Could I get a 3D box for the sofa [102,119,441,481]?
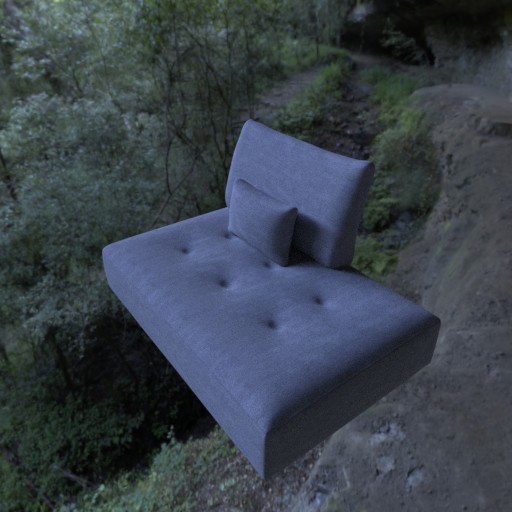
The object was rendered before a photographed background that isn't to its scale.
[{"bbox_3d":[0.000,0.000,2.033,1.002,0.820,1.450,-21,38,-31],"label":"sofa"}]
